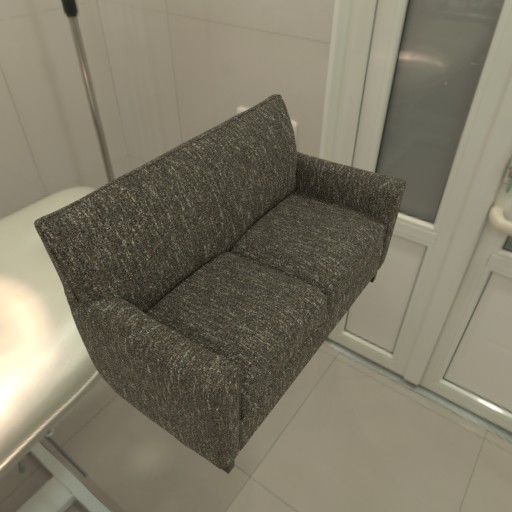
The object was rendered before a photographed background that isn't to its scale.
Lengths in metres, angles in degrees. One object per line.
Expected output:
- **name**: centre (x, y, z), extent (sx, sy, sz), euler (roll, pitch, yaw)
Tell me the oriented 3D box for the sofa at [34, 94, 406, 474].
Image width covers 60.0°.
- **sofa**: centre (0.000, 0.000, 2.031), extent (0.801, 0.946, 1.519), euler (25, 46, 27)
